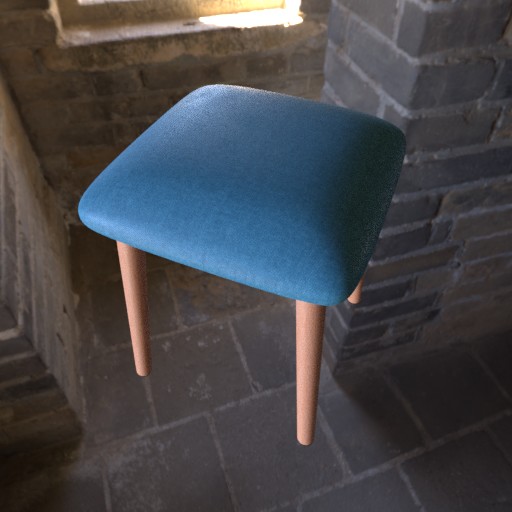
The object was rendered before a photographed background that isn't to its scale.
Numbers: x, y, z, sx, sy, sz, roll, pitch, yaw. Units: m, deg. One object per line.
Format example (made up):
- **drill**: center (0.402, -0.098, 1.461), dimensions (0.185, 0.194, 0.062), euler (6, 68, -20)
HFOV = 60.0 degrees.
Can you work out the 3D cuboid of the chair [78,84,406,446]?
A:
- **chair**: center (0.000, 0.000, 0.719), dimensions (0.360, 0.450, 0.360), euler (17, 50, 16)
